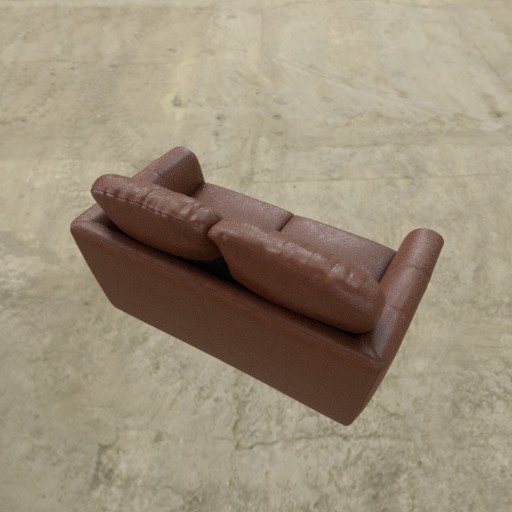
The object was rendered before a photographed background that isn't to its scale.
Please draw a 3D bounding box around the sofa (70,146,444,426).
[{"bbox_3d":[0.000,0.000,1.959,1.406,0.906,0.805,22,50,20],"label":"sofa"}]
